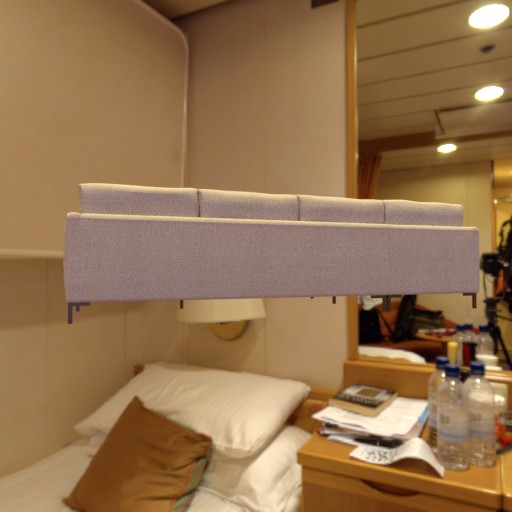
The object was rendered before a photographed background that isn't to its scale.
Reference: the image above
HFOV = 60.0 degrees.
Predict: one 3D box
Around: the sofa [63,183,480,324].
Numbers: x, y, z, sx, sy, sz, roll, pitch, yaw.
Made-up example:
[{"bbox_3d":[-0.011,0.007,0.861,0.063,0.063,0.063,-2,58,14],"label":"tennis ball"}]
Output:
[{"bbox_3d":[0.000,0.000,3.557,2.737,0.756,1.879,0,-1,-19],"label":"sofa"}]
